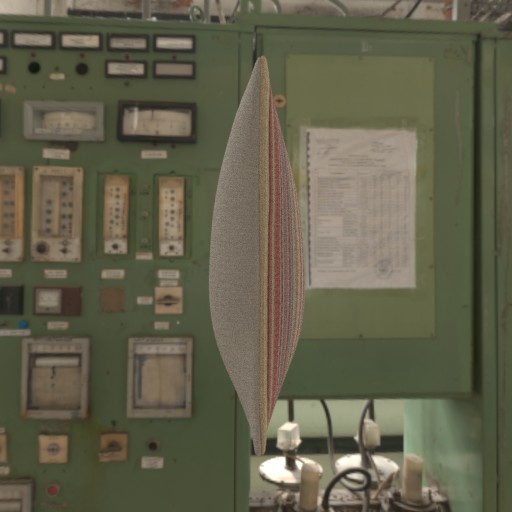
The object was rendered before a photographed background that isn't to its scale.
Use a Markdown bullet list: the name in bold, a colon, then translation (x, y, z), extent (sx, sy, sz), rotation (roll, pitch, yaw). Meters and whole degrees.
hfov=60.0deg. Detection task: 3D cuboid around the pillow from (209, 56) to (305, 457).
- **pillow**: translation (0.000, 0.000, 0.668), extent (0.136, 0.419, 0.437), rotation (0, 0, -1)
